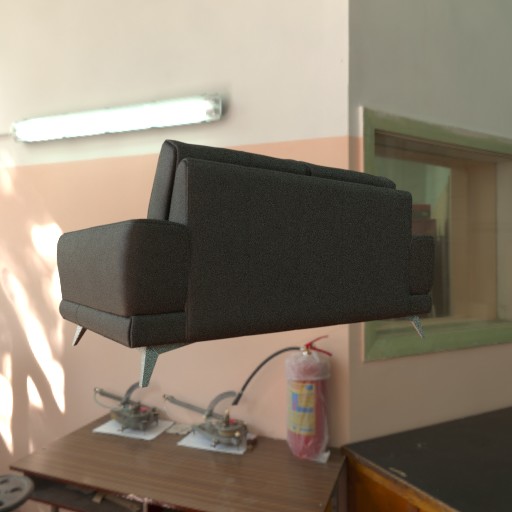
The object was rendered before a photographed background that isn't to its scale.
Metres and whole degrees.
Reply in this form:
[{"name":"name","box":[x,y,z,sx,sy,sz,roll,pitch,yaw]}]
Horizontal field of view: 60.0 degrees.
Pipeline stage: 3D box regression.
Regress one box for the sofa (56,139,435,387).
[{"name":"sofa","box":[0.000,0.000,2.356,1.806,0.907,1.018,0,-1,-36]}]
